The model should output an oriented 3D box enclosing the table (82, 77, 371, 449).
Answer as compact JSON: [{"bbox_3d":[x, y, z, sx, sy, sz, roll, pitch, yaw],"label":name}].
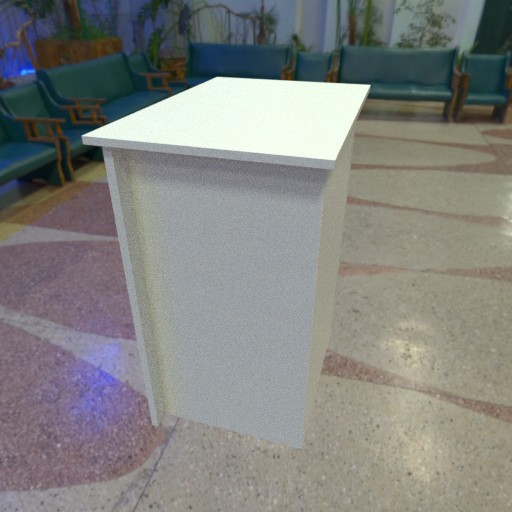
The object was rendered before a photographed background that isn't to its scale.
[{"bbox_3d":[0.000,0.000,1.078,0.406,0.711,0.589,9,32,15],"label":"table"}]
